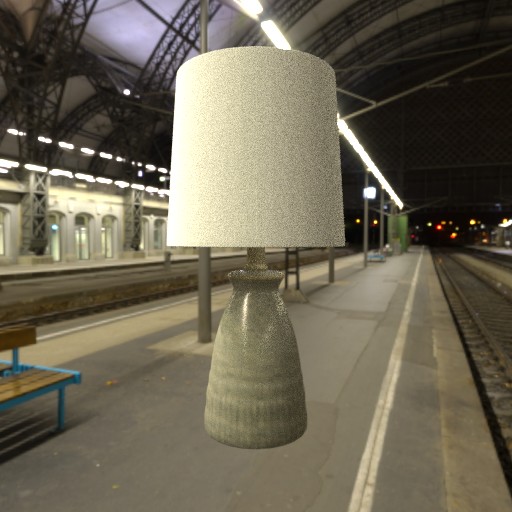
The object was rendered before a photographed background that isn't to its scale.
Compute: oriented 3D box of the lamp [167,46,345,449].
[{"bbox_3d":[0.000,0.000,0.472,0.186,0.369,0.186,0,2,0],"label":"lamp"}]
